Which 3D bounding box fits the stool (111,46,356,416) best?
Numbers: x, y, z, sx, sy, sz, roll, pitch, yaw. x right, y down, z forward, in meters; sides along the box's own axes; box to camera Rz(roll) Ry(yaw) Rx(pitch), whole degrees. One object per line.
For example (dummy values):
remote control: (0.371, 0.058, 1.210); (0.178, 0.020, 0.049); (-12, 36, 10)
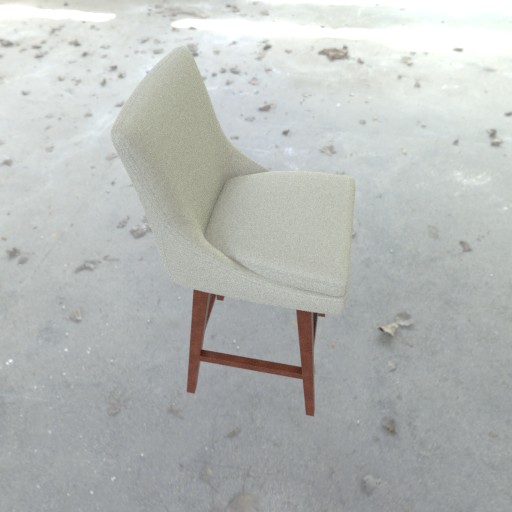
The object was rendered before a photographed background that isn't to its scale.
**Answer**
stool: (0.000, 0.000, 1.388); (0.559, 1.092, 0.470); (8, 47, 8)
